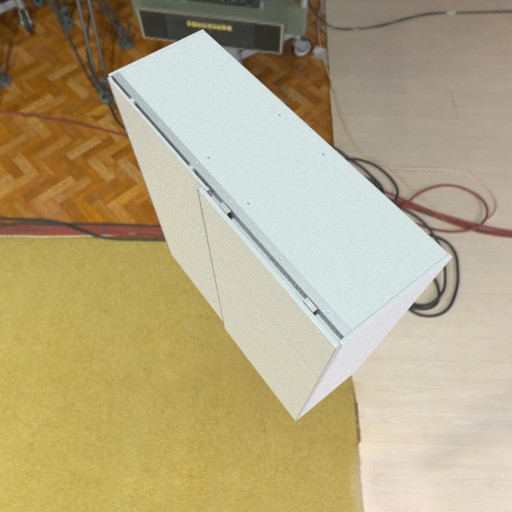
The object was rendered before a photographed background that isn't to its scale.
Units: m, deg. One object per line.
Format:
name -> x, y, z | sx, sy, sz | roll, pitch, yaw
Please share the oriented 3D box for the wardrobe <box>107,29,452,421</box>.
wardrobe -> 0.000, 0.000, 2.883 | 0.629, 1.960, 1.780 | -34, 67, -16
